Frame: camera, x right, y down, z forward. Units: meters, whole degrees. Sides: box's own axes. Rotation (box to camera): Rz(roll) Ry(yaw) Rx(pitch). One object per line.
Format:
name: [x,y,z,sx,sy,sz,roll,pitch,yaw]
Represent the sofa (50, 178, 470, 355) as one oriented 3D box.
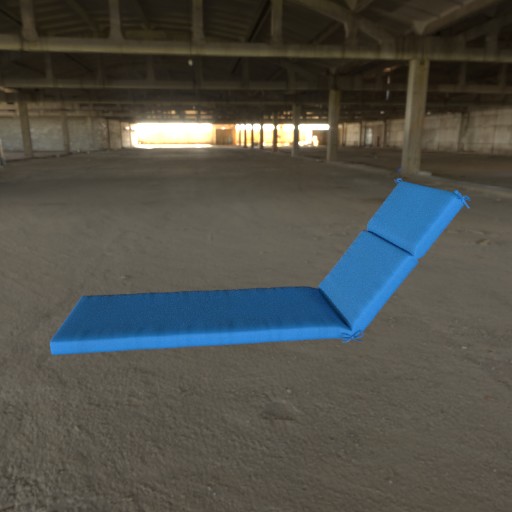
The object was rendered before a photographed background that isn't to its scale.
sofa: [0.000,0.000,1.967,1.663,0.622,0.582,-2,15,-7]
